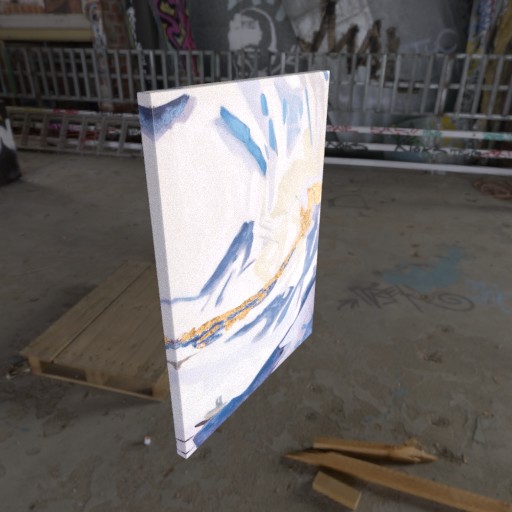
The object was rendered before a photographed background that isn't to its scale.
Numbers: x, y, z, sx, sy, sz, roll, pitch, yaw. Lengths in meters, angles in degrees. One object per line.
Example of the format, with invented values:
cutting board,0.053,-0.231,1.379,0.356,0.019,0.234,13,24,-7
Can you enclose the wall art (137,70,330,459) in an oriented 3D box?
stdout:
wall art,0.000,0.000,1.362,0.038,1.015,0.761,17,31,31
